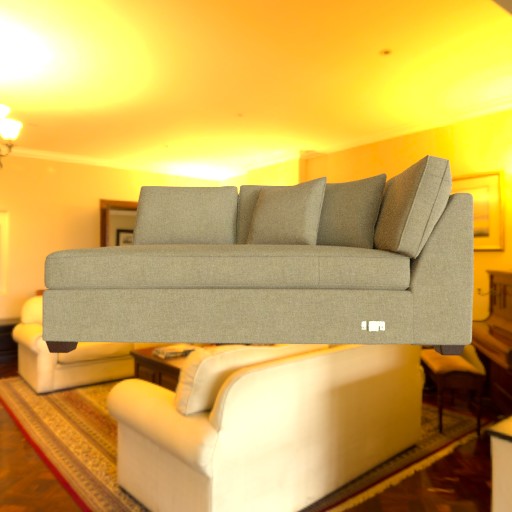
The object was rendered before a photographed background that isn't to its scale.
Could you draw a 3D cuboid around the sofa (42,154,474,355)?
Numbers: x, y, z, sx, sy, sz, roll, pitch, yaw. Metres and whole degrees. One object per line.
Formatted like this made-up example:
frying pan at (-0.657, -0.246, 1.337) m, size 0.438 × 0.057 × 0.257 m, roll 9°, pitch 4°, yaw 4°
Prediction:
sofa at (0.000, 0.000, 2.771) m, size 2.238 × 1.019 × 1.110 m, roll 0°, pitch 0°, yaw 2°
